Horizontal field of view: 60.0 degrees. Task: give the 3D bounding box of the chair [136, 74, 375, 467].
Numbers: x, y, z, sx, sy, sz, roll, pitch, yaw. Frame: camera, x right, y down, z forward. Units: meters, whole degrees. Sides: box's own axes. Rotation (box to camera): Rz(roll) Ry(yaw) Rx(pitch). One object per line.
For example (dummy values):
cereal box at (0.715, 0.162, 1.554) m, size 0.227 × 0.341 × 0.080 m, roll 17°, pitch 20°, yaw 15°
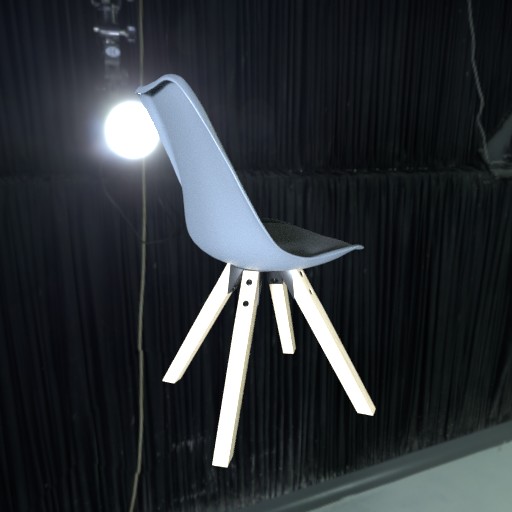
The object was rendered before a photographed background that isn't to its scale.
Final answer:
chair at (0.000, 0.000, 1.184) m, size 0.550 × 0.850 × 0.485 m, roll -7°, pitch 16°, yaw -26°
